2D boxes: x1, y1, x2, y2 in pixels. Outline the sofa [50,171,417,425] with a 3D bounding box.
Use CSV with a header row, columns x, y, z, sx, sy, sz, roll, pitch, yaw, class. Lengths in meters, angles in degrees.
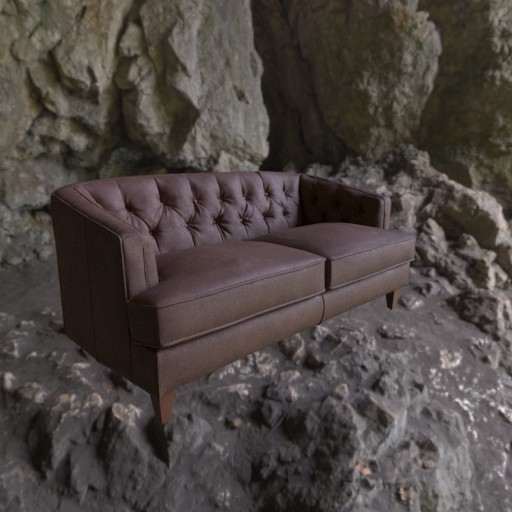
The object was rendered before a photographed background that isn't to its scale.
x,y,z,sx,sy,sz,roll,pitch,yaw,class
0.000,0.000,2.219,0.917,0.799,1.767,12,18,43,sofa
